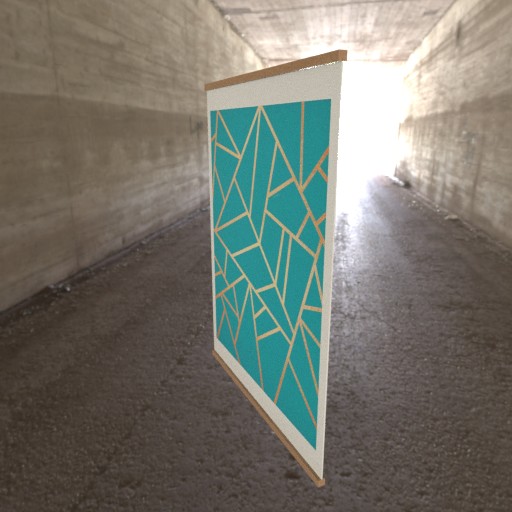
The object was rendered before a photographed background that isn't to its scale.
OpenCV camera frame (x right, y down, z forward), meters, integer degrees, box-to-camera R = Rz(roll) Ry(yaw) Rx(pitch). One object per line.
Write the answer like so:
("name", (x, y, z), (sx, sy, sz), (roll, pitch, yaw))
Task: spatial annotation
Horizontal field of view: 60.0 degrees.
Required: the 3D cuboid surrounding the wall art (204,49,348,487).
("wall art", (0.000, 0.000, 0.788), (0.012, 0.608, 0.459), (-8, 18, -25))
